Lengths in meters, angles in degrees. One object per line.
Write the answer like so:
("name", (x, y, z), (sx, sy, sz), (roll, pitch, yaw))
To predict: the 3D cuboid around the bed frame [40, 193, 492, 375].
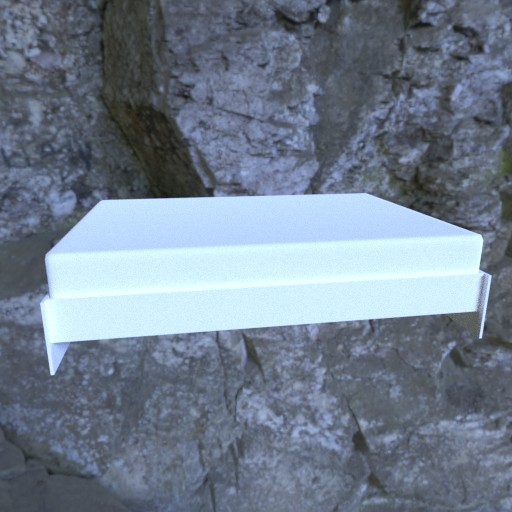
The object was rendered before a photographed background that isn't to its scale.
("bed frame", (0.000, 0.000, 2.578), (1.945, 0.497, 1.445), (-3, 17, -9))
